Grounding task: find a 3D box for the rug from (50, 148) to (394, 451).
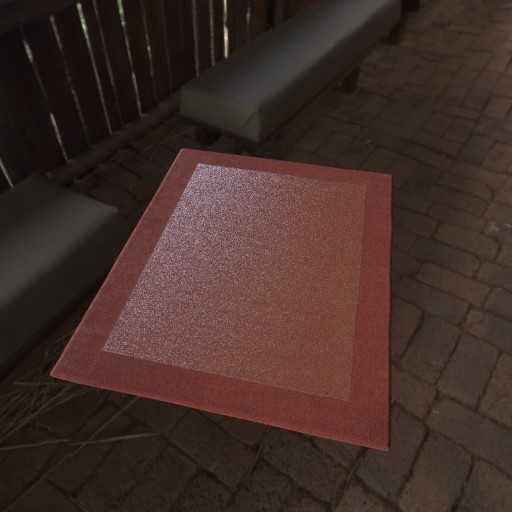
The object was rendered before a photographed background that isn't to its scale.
[{"bbox_3d":[0.000,0.000,4.013,2.430,0.018,2.976,9,48,8],"label":"rug"}]
